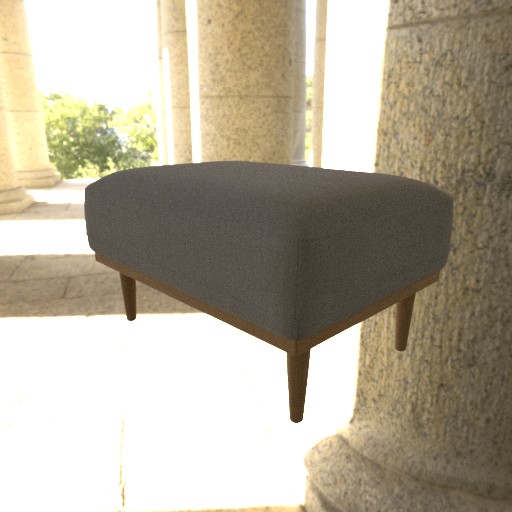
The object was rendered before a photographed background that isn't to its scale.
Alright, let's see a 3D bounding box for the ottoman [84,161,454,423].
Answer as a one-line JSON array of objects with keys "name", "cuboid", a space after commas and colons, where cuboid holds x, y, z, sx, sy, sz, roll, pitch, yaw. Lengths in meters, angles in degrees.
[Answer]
[{"name": "ottoman", "cuboid": [0.000, 0.000, 1.094, 0.549, 0.428, 0.749, -16, 23, -42]}]
